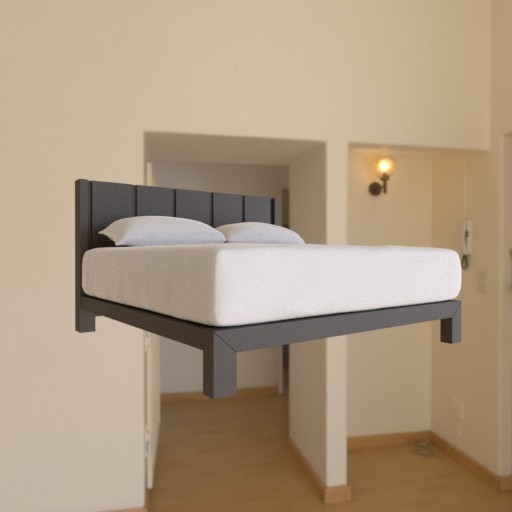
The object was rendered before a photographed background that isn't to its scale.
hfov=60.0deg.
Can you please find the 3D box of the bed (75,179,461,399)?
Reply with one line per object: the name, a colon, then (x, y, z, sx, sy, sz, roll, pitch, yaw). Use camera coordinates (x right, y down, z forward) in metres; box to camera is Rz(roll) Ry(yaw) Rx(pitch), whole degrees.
bed: (0.000, 0.000, 3.482, 2.143, 1.261, 2.238, 0, 0, -37)
